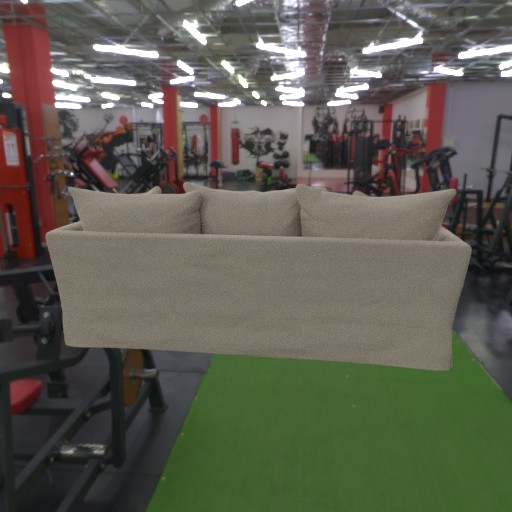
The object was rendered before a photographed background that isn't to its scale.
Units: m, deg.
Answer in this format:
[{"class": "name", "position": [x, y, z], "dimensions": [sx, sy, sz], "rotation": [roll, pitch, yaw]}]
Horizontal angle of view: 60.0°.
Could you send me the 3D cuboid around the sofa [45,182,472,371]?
[{"class": "sofa", "position": [0.000, 0.000, 3.066], "dimensions": [2.499, 1.047, 1.046], "rotation": [2, 14, 8]}]
